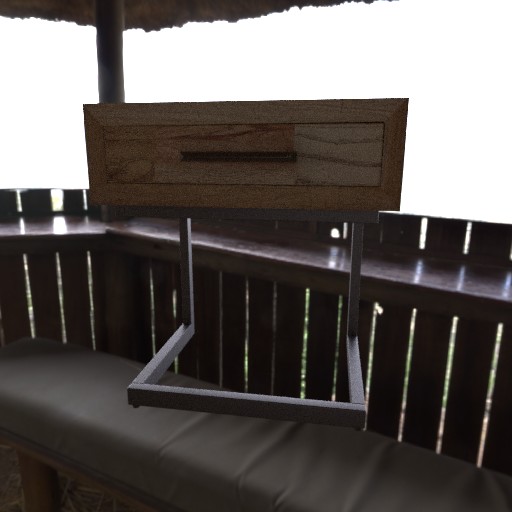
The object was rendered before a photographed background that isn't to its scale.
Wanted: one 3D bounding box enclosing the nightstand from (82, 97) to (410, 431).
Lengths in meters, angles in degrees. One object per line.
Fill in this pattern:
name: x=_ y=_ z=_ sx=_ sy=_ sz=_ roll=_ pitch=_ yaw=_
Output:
nightstand: x=0.000 y=0.000 z=1.007 sx=0.558 sy=0.632 sz=0.481 roll=2 pitch=14 yaw=10
